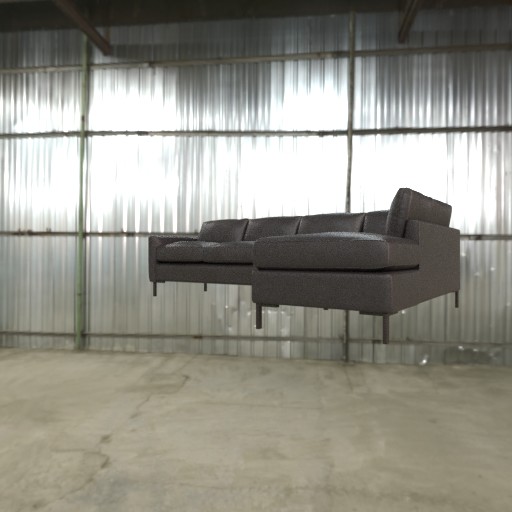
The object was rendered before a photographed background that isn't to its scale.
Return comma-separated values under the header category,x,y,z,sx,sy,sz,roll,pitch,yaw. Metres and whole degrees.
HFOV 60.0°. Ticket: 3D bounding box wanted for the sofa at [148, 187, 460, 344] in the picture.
category,x,y,z,sx,sy,sz,roll,pitch,yaw
sofa,0.000,0.000,3.831,2.984,0.877,1.938,0,0,35
